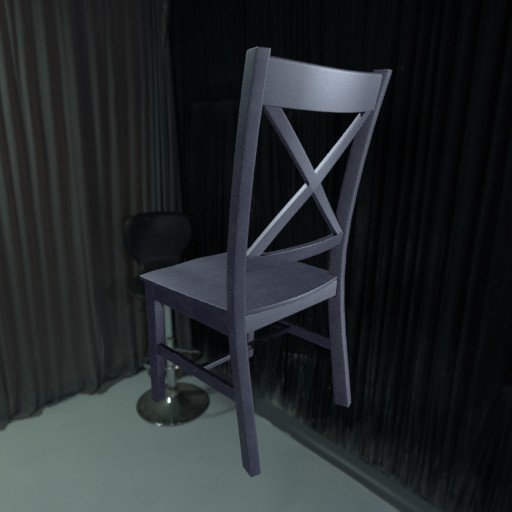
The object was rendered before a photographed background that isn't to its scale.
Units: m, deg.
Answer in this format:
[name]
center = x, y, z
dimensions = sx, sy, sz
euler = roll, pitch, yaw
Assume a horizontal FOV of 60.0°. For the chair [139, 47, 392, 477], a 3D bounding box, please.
[chair]
center = 0.000, 0.000, 1.264
dimensions = 0.485, 0.983, 0.542
euler = -16, 22, -43
